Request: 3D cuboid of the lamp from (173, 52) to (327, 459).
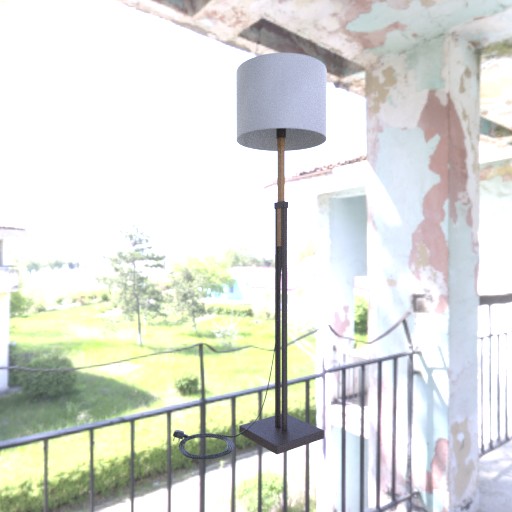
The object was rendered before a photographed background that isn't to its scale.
[{"bbox_3d":[0.000,0.000,1.960,0.639,1.650,0.474,0,0,-37],"label":"lamp"}]
